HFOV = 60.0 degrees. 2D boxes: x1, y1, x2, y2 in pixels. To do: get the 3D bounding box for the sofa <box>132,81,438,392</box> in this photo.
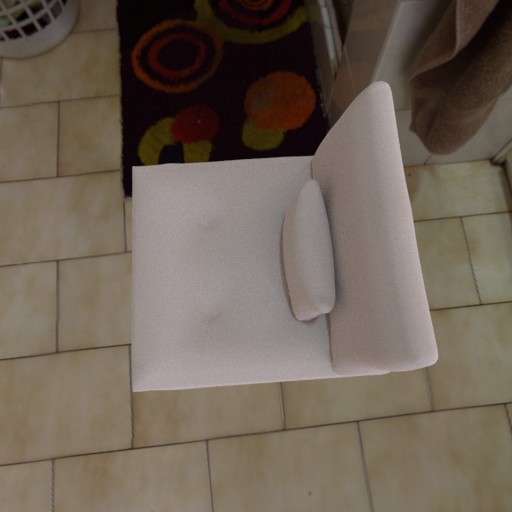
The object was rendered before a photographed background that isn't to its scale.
[{"bbox_3d":[0.000,0.000,1.683,1.000,0.828,0.935,-4,74,-1],"label":"sofa"}]
